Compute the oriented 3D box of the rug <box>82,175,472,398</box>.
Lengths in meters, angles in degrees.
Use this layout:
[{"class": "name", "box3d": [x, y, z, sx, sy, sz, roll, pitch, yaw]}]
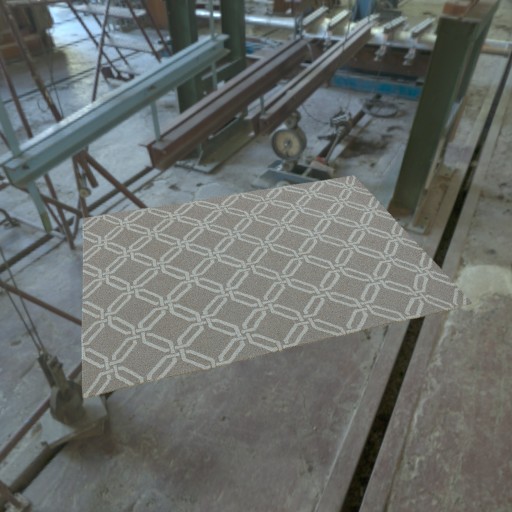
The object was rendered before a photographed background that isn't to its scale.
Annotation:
[{"class": "rug", "box3d": [0.000, 0.000, 2.835, 2.135, 0.013, 1.524, -11, 41, -13]}]
